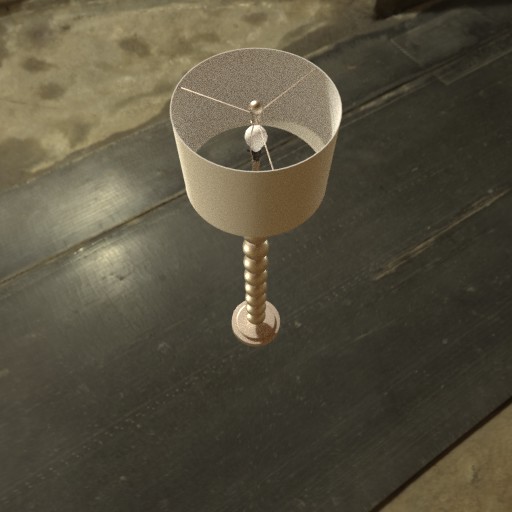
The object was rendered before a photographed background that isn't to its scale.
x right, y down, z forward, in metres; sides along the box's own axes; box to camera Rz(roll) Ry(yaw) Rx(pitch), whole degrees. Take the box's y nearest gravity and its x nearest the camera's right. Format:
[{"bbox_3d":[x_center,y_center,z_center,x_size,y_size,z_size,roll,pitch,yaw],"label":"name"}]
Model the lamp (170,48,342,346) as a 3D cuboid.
[{"bbox_3d":[0.000,0.000,1.653,0.394,1.474,0.394,17,63,9],"label":"lamp"}]
